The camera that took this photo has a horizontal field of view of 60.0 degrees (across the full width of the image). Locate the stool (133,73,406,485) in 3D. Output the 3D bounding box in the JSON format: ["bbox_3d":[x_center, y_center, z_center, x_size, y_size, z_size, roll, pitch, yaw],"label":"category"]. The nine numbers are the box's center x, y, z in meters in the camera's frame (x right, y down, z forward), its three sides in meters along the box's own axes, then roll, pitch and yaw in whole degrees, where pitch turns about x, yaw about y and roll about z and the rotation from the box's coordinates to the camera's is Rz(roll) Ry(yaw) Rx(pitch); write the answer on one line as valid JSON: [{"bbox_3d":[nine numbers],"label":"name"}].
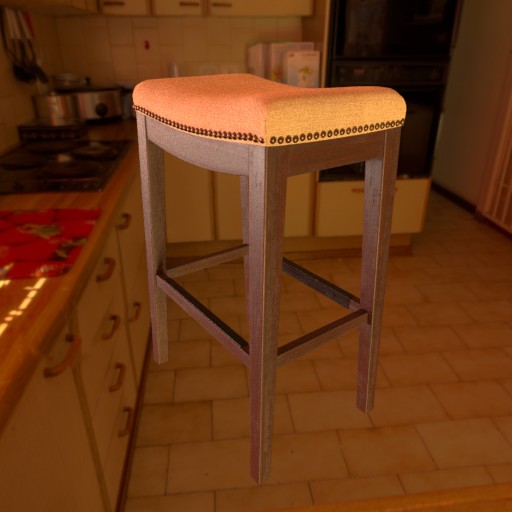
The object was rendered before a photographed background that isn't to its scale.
[{"bbox_3d":[0.000,0.000,1.040,0.363,0.768,0.509,-18,31,-32],"label":"stool"}]
